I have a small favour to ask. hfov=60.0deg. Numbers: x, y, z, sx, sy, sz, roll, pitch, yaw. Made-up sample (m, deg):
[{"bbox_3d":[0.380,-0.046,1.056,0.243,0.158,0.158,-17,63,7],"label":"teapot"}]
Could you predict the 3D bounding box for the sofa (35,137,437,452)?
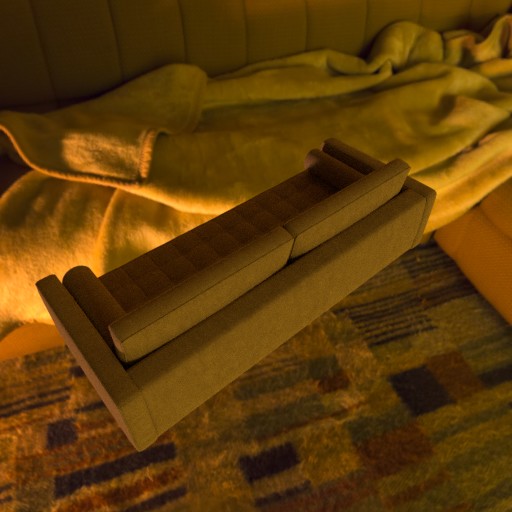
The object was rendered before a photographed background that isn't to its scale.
[{"bbox_3d":[0.000,0.000,2.604,2.200,0.770,0.919,-31,53,-27],"label":"sofa"}]
